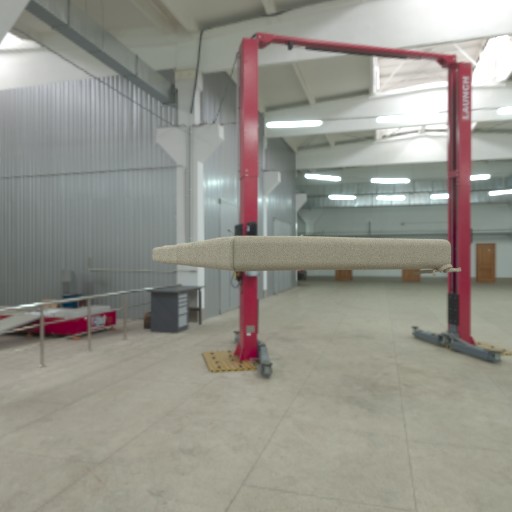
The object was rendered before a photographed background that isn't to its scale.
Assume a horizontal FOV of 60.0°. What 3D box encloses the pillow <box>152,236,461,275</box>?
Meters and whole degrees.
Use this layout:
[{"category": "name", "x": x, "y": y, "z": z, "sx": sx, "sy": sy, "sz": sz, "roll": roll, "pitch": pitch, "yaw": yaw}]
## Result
[{"category": "pillow", "x": 0.000, "y": 0.000, "z": 1.336, "sx": 0.492, "sy": 0.081, "sz": 1.187, "roll": 0, "pitch": 0, "yaw": -19}]
